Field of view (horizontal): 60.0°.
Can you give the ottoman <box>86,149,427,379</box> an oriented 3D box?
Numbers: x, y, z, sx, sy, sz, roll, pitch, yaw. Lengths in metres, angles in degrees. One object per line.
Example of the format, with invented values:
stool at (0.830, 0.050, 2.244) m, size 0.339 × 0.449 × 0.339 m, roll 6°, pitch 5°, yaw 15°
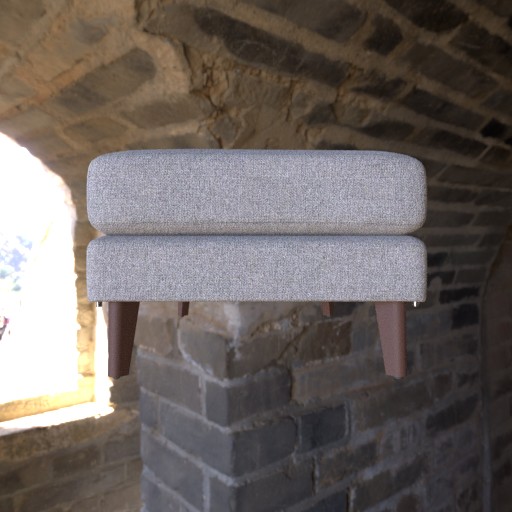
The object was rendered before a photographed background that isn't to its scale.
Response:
ottoman at (0.000, 0.000, 1.179) m, size 0.611 × 0.441 × 0.821 m, roll 0°, pitch 1°, yaw 0°
